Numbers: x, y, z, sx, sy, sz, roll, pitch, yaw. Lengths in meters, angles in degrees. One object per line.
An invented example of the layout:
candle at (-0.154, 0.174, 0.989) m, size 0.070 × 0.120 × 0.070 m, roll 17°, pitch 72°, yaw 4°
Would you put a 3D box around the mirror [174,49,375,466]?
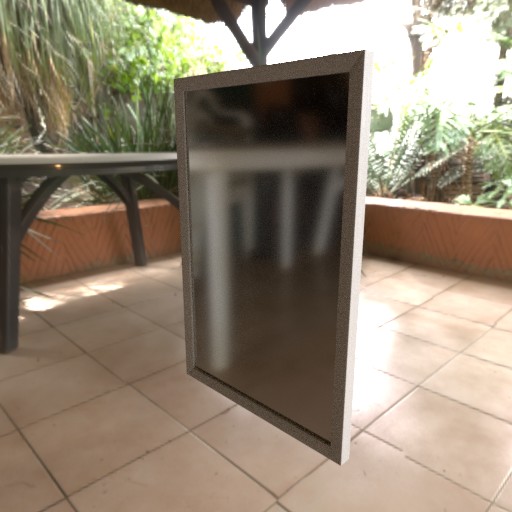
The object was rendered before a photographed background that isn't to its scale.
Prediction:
mirror at (0.000, 0.000, 1.159) m, size 0.609 × 0.915 × 0.040 m, roll 14°, pitch 20°, yaw 43°
